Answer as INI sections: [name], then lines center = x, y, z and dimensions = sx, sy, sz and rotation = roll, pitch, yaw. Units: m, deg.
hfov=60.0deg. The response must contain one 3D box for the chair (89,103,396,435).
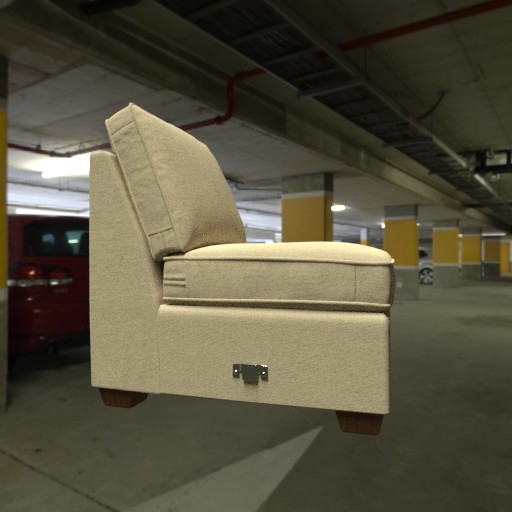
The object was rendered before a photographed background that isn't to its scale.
[chair]
center = 0.000, 0.000, 1.563
dimensions = 0.938, 0.970, 0.621
rotation = 0, 0, 17
